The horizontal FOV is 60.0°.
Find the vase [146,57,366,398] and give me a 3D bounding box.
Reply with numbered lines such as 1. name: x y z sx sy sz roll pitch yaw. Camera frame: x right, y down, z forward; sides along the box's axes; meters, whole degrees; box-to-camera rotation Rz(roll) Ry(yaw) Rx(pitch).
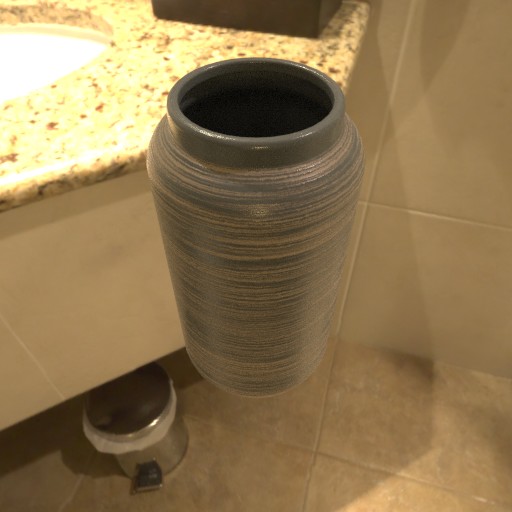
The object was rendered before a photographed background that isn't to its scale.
1. vase: 0.000 0.000 0.298 0.116 0.230 0.116 0 47 0
